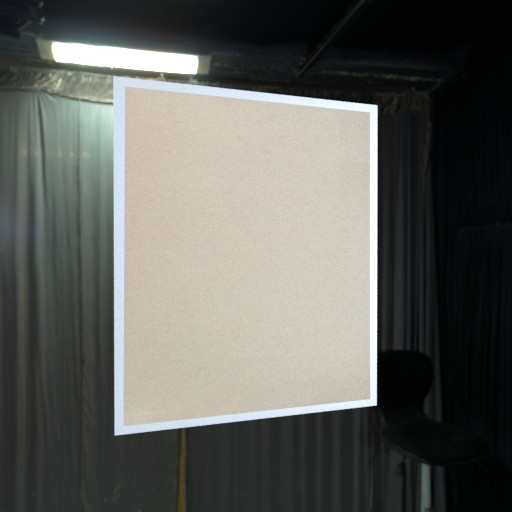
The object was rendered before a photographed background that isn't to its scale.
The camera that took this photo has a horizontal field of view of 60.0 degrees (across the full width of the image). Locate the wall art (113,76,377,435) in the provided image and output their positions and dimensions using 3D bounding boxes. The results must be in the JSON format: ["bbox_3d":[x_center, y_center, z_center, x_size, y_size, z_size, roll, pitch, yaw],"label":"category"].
[{"bbox_3d":[0.000,0.000,0.625,0.382,0.456,0.013,0,0,-17],"label":"wall art"}]
